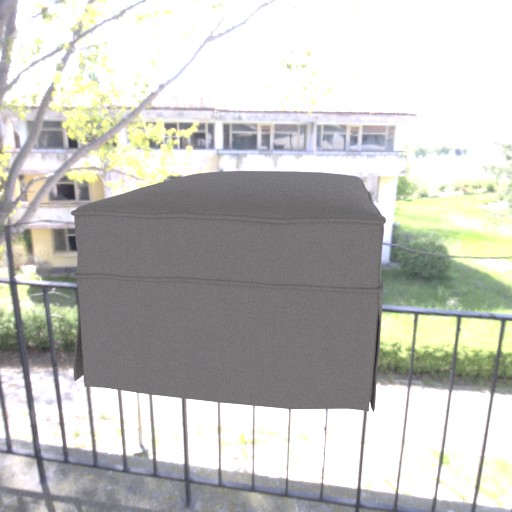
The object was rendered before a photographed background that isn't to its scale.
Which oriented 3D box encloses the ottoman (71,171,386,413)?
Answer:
[{"bbox_3d":[0.000,0.000,1.328,0.703,0.479,0.944,3,15,10],"label":"ottoman"}]
